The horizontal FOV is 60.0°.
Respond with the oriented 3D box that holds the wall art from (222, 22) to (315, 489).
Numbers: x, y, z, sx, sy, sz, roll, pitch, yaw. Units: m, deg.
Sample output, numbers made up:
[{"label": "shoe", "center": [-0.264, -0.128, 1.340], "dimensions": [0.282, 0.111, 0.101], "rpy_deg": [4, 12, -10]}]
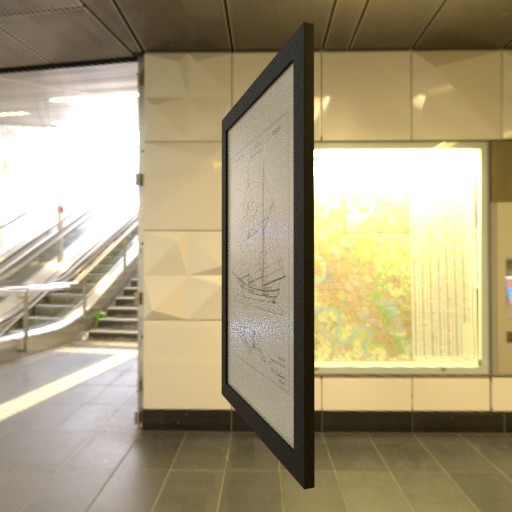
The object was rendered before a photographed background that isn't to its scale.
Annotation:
[{"label": "wall art", "center": [0.000, 0.000, 0.590], "dimensions": [0.011, 0.459, 0.326], "rpy_deg": [0, -1, -19]}]
